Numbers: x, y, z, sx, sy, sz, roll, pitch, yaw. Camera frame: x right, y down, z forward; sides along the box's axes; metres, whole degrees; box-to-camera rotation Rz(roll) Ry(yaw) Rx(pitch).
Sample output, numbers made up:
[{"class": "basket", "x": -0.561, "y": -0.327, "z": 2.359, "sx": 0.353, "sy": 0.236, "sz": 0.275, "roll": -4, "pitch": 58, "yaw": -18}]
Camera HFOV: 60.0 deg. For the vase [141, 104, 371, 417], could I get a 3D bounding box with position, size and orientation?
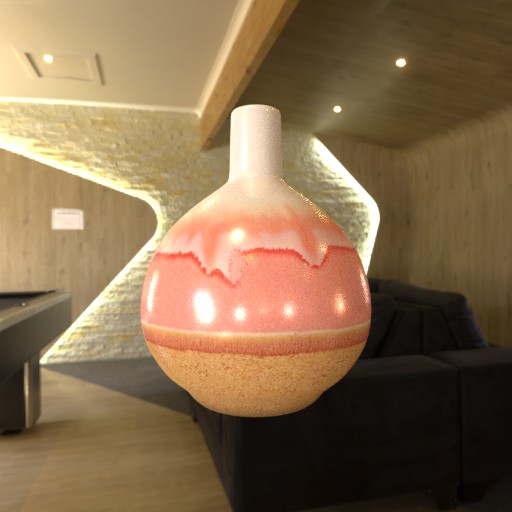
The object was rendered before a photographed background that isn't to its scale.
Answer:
[{"class": "vase", "x": 0.000, "y": 0.000, "z": 0.271, "sx": 0.137, "sy": 0.176, "sz": 0.137, "roll": 0, "pitch": 0, "yaw": 0}]
